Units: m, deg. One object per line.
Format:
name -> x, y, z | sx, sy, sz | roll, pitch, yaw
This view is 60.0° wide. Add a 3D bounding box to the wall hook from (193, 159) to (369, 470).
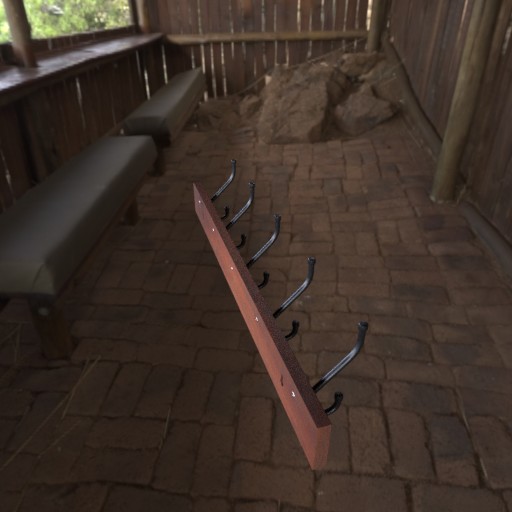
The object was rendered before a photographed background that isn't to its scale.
wall hook -> 0.000, 0.000, 0.620 | 0.071, 0.117, 0.571 | -9, 33, -15
